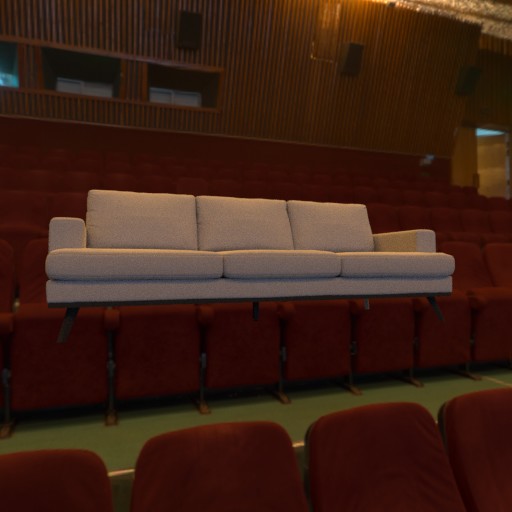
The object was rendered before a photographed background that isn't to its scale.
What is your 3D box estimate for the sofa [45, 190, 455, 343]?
[{"bbox_3d":[0.000,0.000,2.765,2.310,0.810,0.920,0,-1,-20],"label":"sofa"}]
